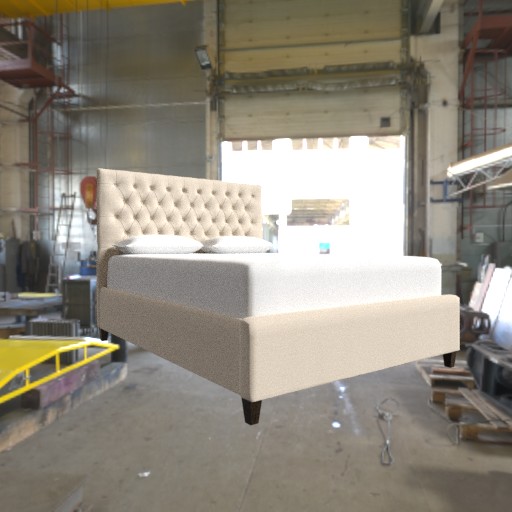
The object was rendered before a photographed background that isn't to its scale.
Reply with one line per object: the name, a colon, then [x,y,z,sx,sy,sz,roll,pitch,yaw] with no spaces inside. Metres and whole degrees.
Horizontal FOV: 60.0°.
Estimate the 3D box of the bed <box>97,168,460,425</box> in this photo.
bed: [0.000,0.000,3.276,1.696,1.426,2.233,-1,1,-36]
